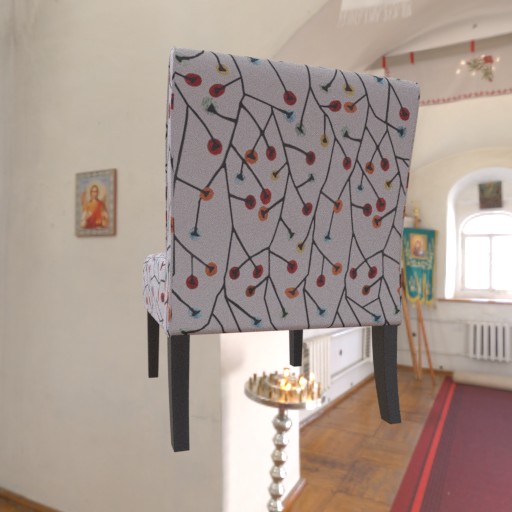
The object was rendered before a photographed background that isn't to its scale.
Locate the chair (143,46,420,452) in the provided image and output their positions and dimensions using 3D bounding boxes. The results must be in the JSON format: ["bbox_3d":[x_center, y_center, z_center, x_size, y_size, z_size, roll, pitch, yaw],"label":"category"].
[{"bbox_3d":[0.000,0.000,1.276,0.597,0.813,0.732,0,-1,-18],"label":"chair"}]
